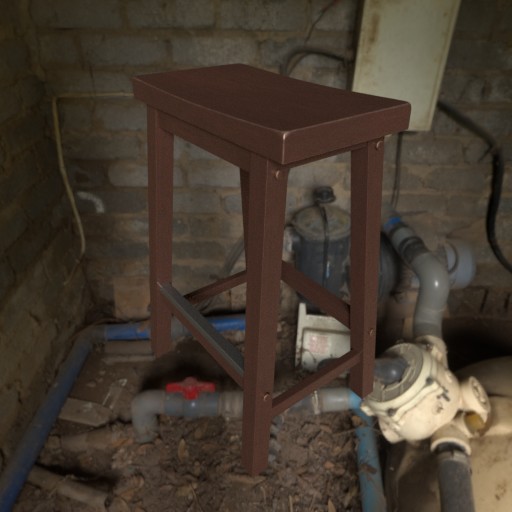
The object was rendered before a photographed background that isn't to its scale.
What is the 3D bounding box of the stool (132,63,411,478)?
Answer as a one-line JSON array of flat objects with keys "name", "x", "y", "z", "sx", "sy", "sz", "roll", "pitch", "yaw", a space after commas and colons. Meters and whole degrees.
[{"name": "stool", "x": 0.000, "y": 0.000, "z": 0.841, "sx": 0.322, "sy": 0.610, "sz": 0.406, "roll": -22, "pitch": 38, "yaw": -31}]
